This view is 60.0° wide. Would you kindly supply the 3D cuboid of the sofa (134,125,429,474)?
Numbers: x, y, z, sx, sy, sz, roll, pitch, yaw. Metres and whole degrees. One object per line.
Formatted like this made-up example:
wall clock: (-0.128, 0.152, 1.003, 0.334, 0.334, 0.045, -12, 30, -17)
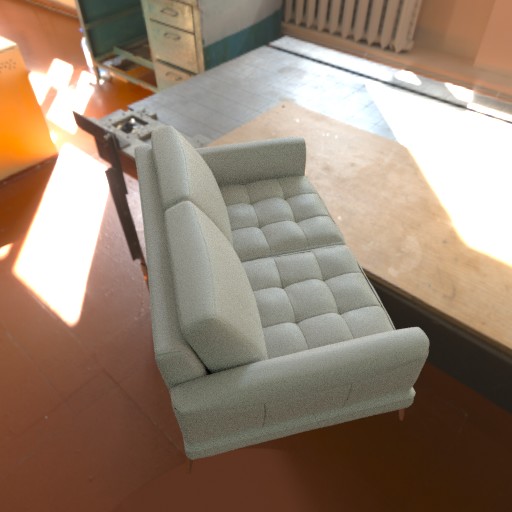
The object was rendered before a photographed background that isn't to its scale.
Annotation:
sofa: (0.000, 0.000, 2.431, 1.121, 0.930, 1.819, -10, 46, -10)
